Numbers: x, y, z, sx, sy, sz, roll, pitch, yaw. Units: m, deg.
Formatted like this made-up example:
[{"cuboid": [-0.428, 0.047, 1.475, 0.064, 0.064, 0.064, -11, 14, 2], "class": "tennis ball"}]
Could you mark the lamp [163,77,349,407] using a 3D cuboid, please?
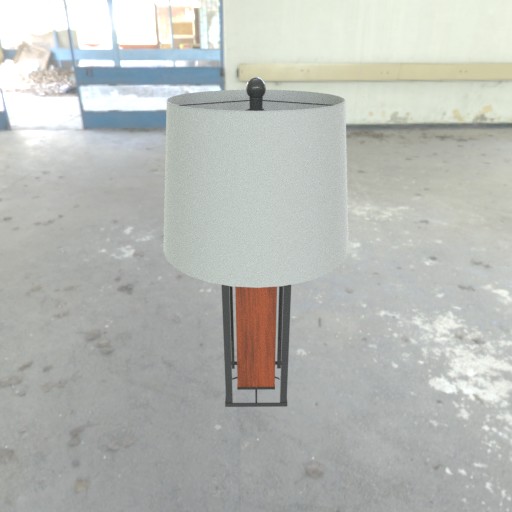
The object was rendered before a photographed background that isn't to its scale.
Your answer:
[{"cuboid": [0.000, 0.000, 0.789, 0.320, 0.591, 0.320, 0, 26, 0], "class": "lamp"}]
